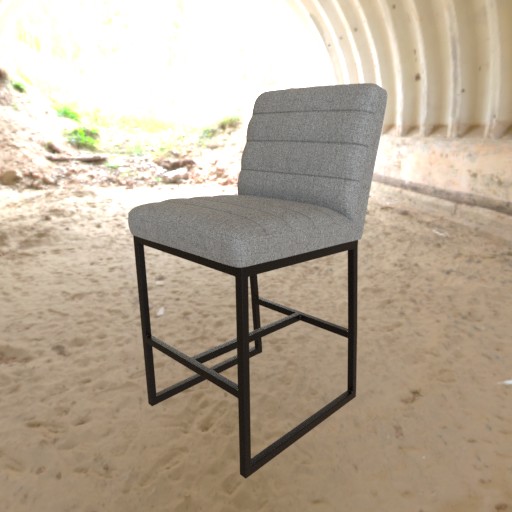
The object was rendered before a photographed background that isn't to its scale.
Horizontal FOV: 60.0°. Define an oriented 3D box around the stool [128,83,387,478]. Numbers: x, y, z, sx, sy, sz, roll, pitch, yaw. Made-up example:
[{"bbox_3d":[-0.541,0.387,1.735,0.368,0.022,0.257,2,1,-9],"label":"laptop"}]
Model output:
[{"bbox_3d":[0.000,0.000,1.273,0.460,0.940,0.560,15,22,43],"label":"stool"}]
